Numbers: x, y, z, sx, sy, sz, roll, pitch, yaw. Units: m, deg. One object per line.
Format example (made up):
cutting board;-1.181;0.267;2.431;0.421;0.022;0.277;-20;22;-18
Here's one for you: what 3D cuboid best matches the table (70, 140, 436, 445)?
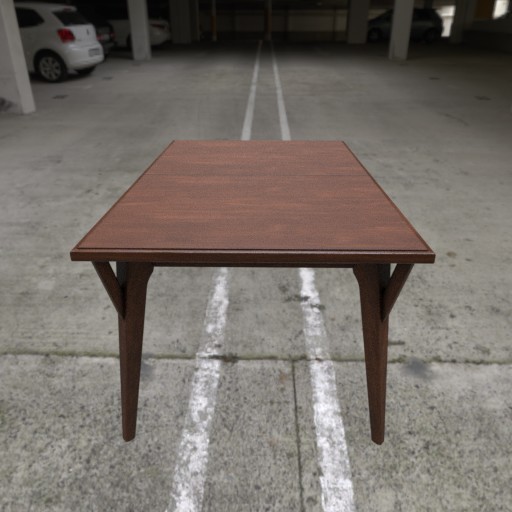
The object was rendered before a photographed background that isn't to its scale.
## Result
table;0.000;0.000;2.044;0.990;0.761;1.524;0;26;1
